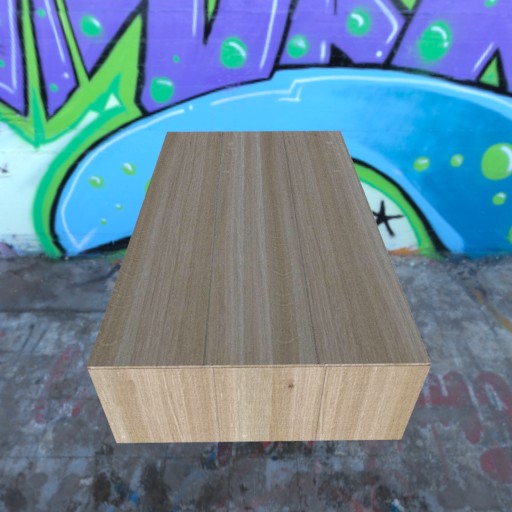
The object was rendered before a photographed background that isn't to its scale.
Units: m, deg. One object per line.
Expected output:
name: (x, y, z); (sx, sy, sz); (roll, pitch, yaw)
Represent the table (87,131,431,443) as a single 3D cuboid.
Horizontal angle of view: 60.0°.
table: (0.000, 0.000, 1.412); (0.678, 0.353, 1.110); (0, 39, -1)
